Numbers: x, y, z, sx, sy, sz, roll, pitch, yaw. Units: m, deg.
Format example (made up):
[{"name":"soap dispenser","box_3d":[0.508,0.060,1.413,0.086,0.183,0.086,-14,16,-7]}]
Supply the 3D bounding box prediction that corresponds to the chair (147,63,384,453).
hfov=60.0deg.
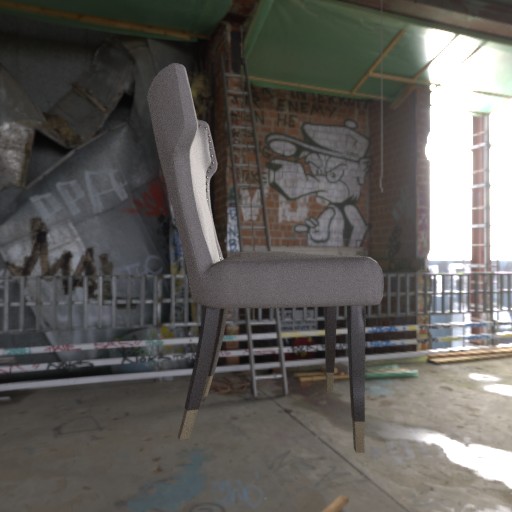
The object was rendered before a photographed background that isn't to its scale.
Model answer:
[{"name":"chair","box_3d":[0.000,0.000,1.326,0.630,0.950,0.526,0,-1,1]}]
